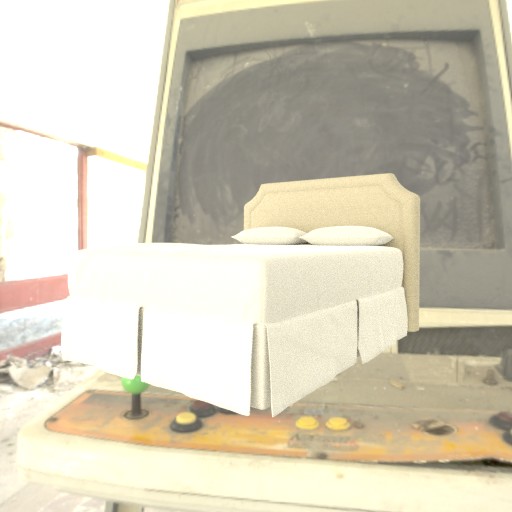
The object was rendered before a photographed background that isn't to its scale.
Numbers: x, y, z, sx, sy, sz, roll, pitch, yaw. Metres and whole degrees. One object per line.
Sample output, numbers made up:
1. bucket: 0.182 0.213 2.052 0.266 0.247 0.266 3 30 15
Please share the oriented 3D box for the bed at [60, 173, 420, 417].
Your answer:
1. bed: 0.000 0.000 3.133 1.693 1.290 2.116 2 3 36
